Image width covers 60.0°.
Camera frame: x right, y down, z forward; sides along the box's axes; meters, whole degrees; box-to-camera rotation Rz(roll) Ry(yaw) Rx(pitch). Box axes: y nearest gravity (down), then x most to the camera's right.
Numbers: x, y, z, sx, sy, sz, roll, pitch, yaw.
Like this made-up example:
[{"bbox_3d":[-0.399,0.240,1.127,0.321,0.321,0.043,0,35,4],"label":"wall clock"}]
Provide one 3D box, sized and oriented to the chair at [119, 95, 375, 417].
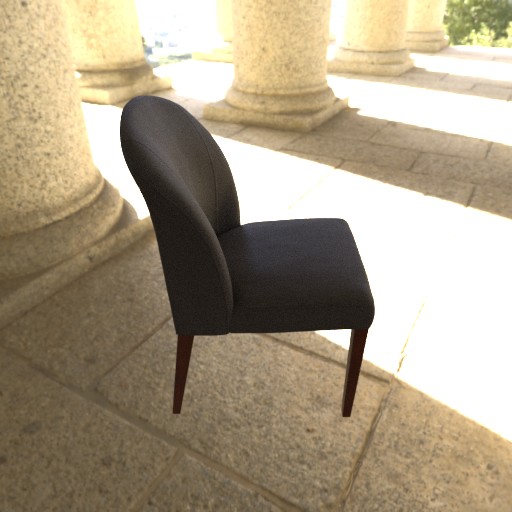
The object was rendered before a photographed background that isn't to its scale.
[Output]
[{"bbox_3d":[0.000,0.000,1.298,0.619,0.879,0.506,1,32,1],"label":"chair"}]
